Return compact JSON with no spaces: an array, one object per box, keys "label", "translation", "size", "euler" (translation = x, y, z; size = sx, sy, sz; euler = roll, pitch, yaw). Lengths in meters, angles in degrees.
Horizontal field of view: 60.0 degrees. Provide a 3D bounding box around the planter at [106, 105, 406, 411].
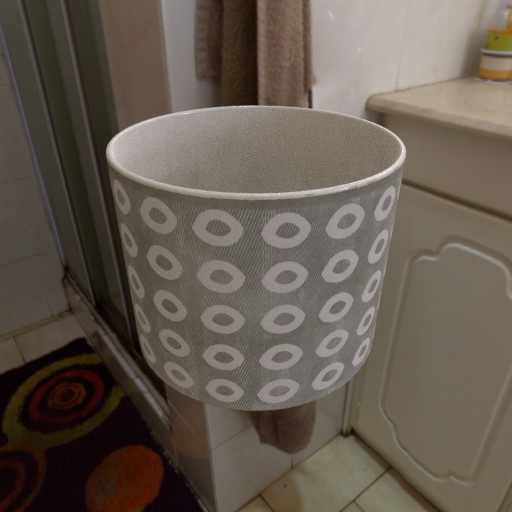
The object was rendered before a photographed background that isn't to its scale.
[{"label":"planter","translation":[0.000,0.000,0.338],"size":[0.190,0.181,0.190],"euler":[0,31,0]}]
